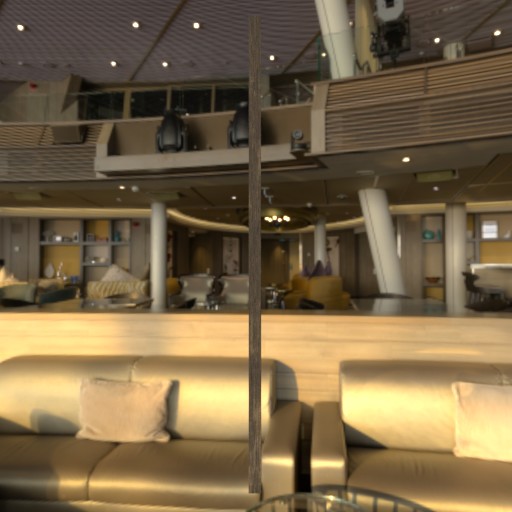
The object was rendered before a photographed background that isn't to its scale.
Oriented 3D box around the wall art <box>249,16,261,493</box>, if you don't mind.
[{"bbox_3d":[0.000,0.000,1.395,0.029,1.066,0.812,0,-1,0],"label":"wall art"}]
